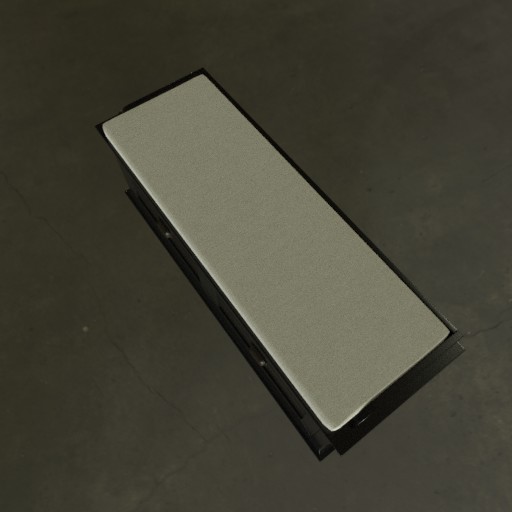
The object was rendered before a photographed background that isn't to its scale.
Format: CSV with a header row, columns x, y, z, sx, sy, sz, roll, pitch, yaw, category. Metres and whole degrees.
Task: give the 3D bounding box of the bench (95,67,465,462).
x,y,z,sx,sy,sz,roll,pitch,yaw,category
0.000,0.000,1.422,0.402,0.501,1.185,-33,68,-15,bench
